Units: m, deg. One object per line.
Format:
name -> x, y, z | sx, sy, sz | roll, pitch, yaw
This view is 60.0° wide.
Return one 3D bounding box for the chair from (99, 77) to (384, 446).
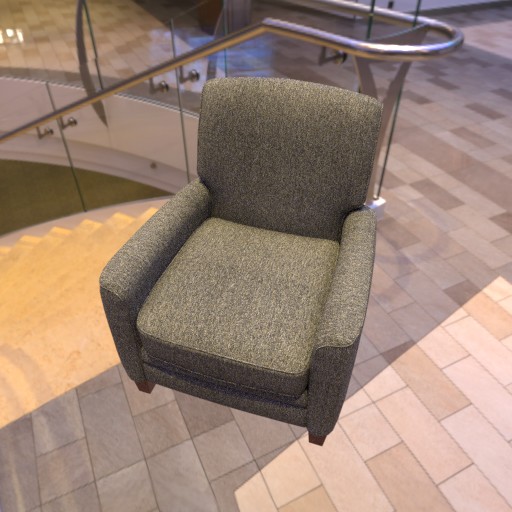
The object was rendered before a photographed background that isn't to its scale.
chair -> 0.000, 0.000, 1.627 | 0.848, 1.014, 0.864 | 12, 42, 14
